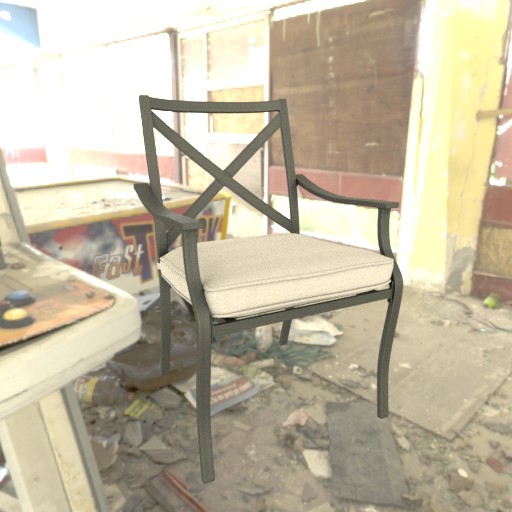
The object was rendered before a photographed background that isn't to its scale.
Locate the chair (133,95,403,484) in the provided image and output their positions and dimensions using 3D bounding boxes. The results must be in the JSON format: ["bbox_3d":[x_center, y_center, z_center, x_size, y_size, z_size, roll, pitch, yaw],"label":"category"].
[{"bbox_3d":[0.000,0.000,1.276,0.575,0.889,0.620,-8,18,-25],"label":"chair"}]
